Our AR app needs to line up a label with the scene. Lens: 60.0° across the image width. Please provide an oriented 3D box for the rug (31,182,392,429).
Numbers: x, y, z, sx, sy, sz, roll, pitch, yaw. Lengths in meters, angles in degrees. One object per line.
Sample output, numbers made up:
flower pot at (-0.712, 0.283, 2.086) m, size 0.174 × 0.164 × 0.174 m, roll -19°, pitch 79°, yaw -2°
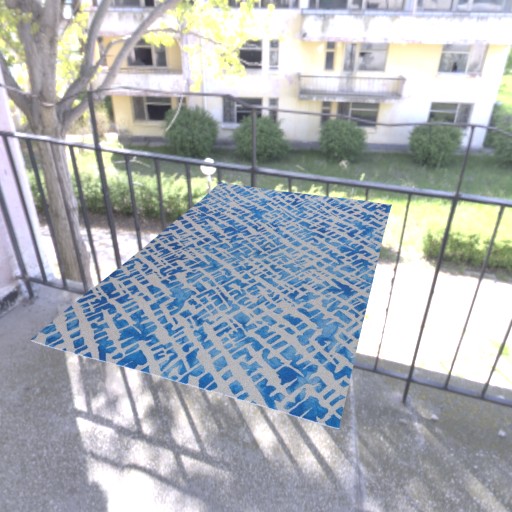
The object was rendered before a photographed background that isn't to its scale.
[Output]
rug at (0.000, 0.000, 2.295) m, size 1.209 × 0.011 × 1.830 m, roll 10°, pitch 32°, yaw 17°
